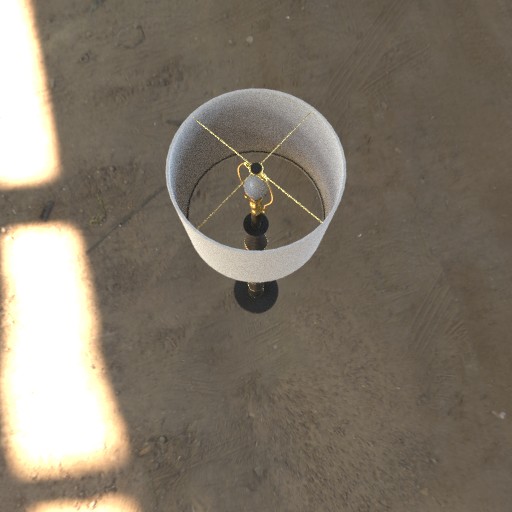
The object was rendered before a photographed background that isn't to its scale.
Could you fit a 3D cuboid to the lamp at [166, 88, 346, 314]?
[{"bbox_3d":[0.000,0.000,1.649,0.381,1.480,0.381,41,79,10],"label":"lamp"}]
